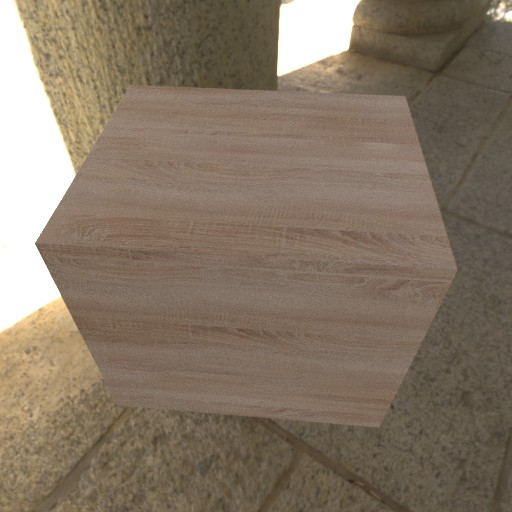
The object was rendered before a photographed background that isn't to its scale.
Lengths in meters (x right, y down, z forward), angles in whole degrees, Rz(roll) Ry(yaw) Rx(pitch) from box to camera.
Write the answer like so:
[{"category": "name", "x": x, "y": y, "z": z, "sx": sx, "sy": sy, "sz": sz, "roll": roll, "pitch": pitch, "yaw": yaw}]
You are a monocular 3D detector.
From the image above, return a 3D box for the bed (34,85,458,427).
[{"category": "bed", "x": 0.000, "y": 0.000, "z": 0.767, "sx": 0.460, "sy": 0.420, "sz": 0.401, "roll": 4, "pitch": 47, "yaw": 3}]
